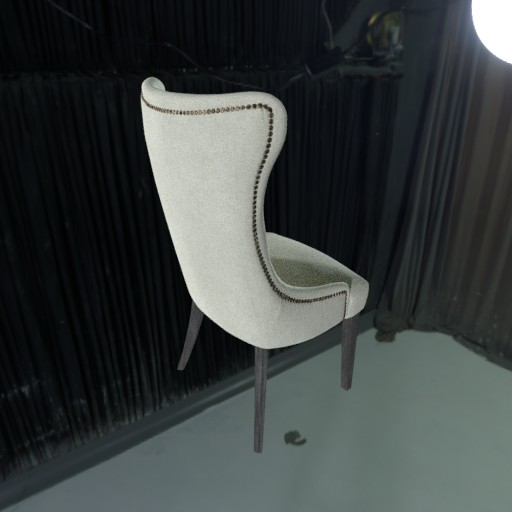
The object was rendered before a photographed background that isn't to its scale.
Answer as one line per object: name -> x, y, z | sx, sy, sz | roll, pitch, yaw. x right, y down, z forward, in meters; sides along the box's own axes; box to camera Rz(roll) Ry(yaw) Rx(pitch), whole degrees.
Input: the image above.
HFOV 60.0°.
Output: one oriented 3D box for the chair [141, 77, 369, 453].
chair -> 0.000, 0.000, 1.434 | 0.590, 1.065, 0.584 | -19, 32, -34
